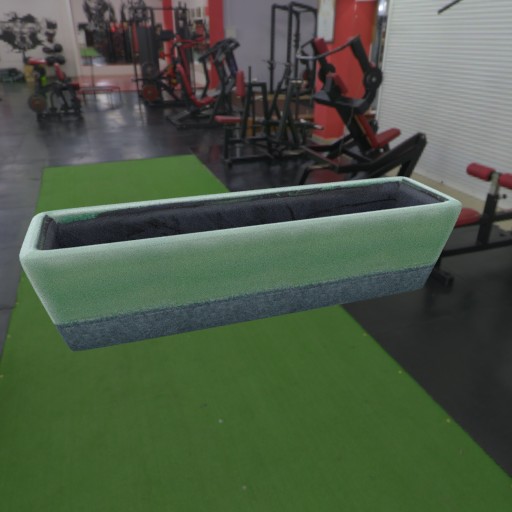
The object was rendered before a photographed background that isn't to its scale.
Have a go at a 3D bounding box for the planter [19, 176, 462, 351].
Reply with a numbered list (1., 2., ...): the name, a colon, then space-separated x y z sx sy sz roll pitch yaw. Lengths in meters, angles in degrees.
1. planter: 0.000 0.000 0.305 0.275 0.072 0.072 -8 27 -16
